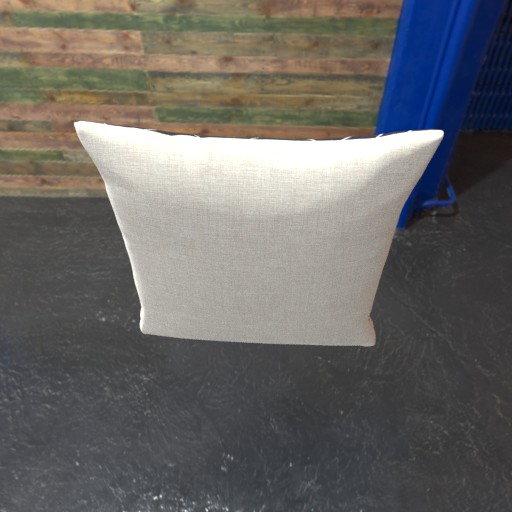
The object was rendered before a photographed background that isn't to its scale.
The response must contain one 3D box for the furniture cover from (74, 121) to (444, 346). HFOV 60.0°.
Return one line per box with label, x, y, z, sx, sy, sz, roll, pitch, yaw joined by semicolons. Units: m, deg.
furniture cover;0.000;0.000;0.792;0.517;0.508;0.158;2;45;2
